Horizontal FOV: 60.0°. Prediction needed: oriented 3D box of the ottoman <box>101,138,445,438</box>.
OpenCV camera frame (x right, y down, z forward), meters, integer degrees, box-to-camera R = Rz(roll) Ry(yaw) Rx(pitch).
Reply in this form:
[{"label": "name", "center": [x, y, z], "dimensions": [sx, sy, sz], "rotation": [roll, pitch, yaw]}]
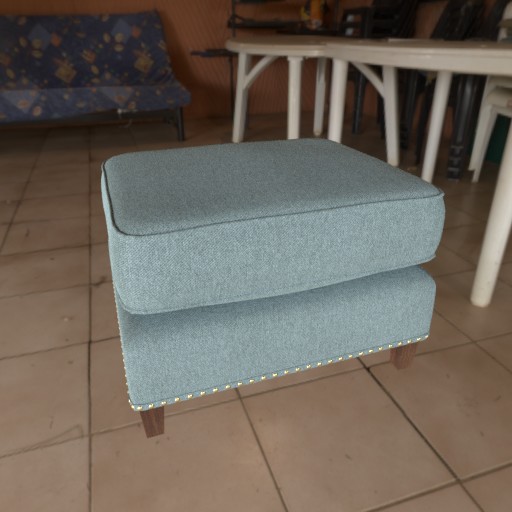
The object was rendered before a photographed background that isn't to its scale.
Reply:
[{"label": "ottoman", "center": [0.000, 0.000, 1.168], "dimensions": [0.738, 0.537, 0.589], "rotation": [-9, 28, -17]}]
